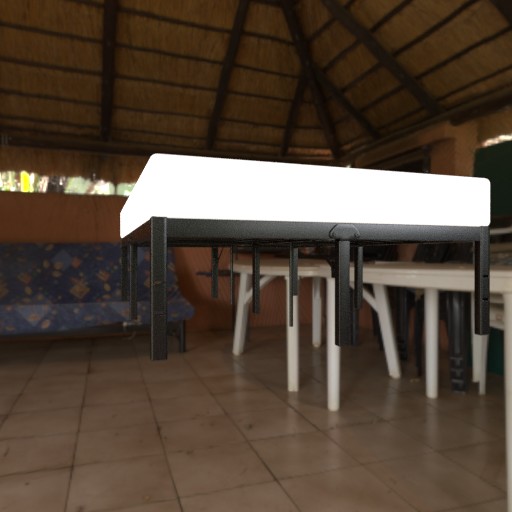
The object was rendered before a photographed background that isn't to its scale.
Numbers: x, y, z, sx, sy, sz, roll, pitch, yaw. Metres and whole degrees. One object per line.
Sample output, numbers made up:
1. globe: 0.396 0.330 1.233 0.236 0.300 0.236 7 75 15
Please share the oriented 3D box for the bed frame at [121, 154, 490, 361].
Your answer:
1. bed frame: 0.000 0.000 2.540 1.408 0.659 1.956 0 0 -20
